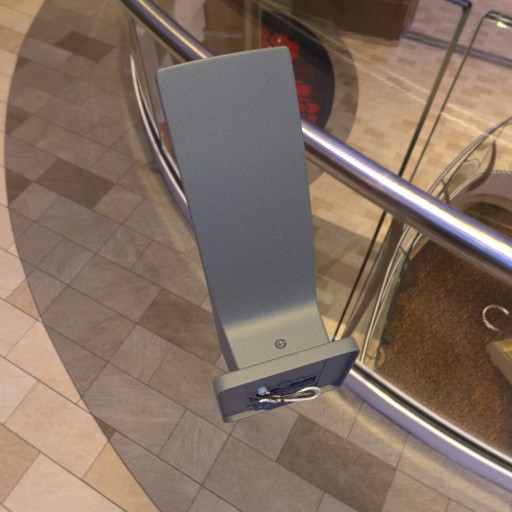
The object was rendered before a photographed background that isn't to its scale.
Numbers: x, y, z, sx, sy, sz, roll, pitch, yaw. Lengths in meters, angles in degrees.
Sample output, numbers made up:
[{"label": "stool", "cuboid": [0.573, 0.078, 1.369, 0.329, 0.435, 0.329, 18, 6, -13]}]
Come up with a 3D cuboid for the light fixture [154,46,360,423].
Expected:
[{"label": "light fixture", "cuboid": [0.000, 0.000, 0.329, 0.108, 0.243, 0.174, -15, 59, -9]}]
